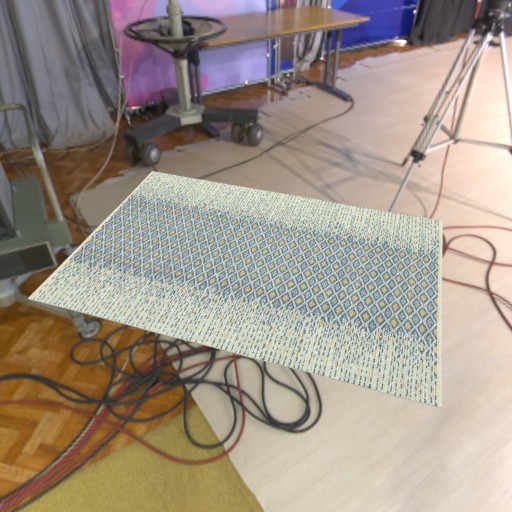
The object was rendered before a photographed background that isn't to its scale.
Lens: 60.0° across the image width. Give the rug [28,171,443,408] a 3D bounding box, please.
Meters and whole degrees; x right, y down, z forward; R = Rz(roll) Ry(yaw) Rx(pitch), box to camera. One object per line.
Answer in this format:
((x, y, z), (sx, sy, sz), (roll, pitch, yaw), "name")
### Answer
((0.000, 0.000, 2.280), (1.828, 0.005, 1.219), (12, 42, 13), "rug")
